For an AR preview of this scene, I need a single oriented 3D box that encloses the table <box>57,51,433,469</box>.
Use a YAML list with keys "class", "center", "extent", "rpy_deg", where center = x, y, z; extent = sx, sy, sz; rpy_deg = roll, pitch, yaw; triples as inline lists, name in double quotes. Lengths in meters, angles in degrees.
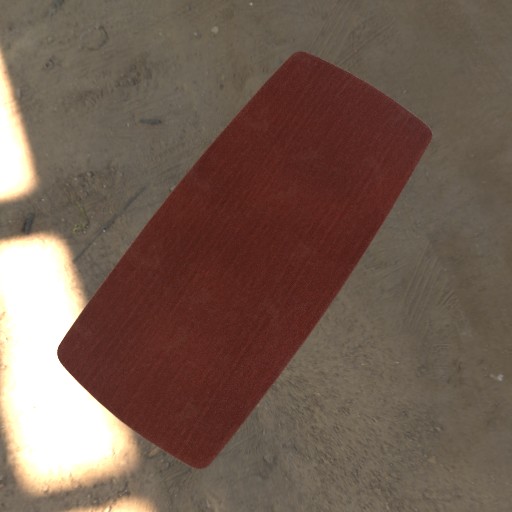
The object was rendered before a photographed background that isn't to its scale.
- class: "table"
  center: [0.000, 0.000, 1.494]
  extent: [0.561, 0.473, 1.216]
  rpy_deg: [35, 79, 8]
